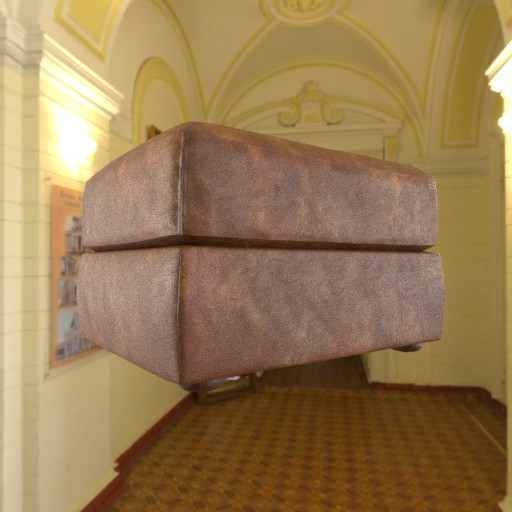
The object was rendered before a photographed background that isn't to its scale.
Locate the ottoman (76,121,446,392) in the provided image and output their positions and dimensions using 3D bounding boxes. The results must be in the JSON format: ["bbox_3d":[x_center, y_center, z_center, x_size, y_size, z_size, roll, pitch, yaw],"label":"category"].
[{"bbox_3d":[0.000,0.000,1.121,0.751,0.476,0.603,1,-1,-36],"label":"ottoman"}]
